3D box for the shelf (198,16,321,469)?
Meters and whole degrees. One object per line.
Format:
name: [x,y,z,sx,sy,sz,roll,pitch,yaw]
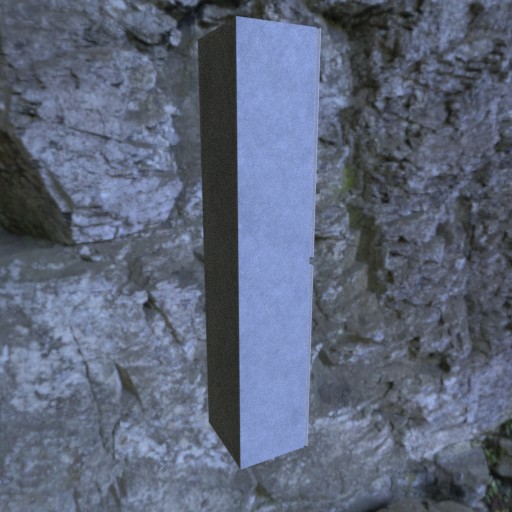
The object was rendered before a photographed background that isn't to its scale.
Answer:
shelf: [0.000,0.000,1.527,0.270,1.400,0.300,-7,16,-26]
